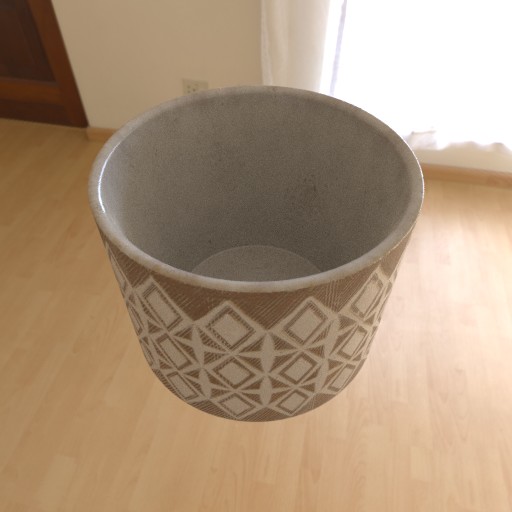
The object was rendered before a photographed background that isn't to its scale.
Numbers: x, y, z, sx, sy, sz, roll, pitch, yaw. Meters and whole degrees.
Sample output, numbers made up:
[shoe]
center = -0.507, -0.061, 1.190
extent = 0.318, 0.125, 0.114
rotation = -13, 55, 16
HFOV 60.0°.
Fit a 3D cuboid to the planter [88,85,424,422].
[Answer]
[planter]
center = 0.000, 0.000, 0.322
extent = 0.193, 0.165, 0.193
rotation = 0, 47, 0
